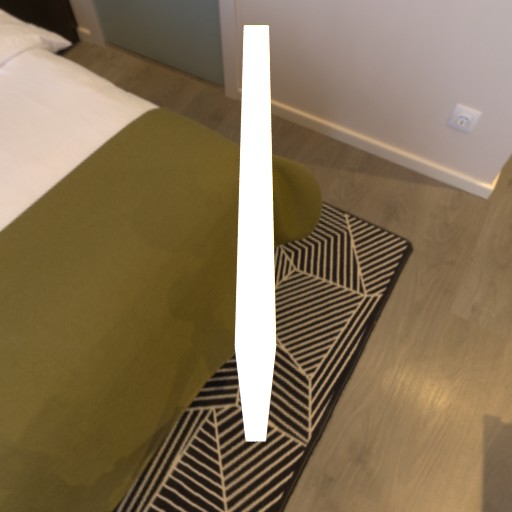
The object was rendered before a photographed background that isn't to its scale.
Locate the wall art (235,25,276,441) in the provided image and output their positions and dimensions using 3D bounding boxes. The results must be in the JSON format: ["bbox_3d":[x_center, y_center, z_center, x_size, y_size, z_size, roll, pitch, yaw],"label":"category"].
[{"bbox_3d":[0.000,0.000,0.752,0.038,0.508,0.508,0,58,0],"label":"wall art"}]
